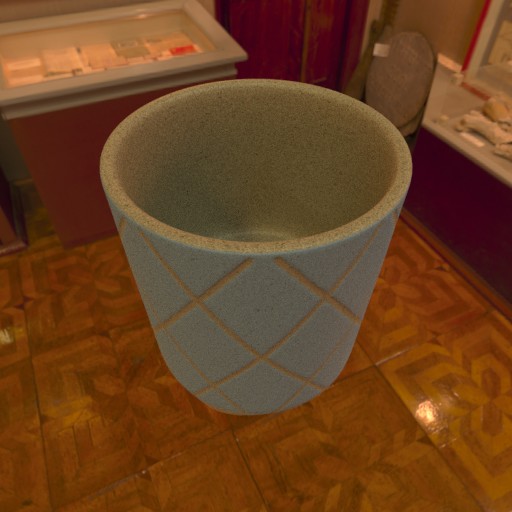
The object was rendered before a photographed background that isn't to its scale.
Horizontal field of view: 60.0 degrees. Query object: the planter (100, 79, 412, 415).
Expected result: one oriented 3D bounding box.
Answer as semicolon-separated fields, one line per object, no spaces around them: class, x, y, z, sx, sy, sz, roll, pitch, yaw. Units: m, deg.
planter;0.000;0.000;0.348;0.191;0.200;0.191;0;46;0
